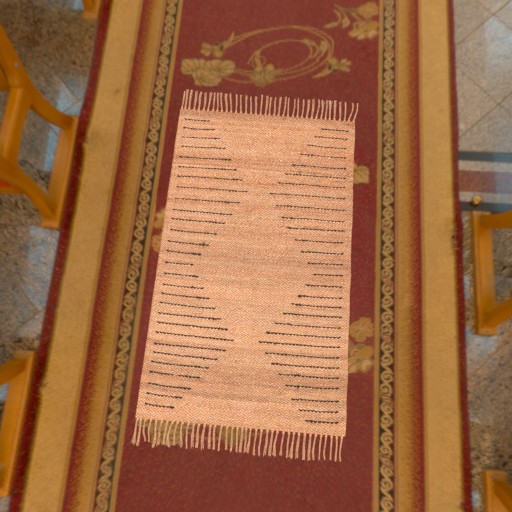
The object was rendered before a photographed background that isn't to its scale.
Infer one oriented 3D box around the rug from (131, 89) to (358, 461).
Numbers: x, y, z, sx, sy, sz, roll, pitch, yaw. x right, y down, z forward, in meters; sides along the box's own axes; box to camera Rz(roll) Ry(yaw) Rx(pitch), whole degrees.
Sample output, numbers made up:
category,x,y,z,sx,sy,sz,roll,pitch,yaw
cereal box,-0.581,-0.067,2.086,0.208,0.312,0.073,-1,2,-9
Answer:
category,x,y,z,sx,sy,sz,roll,pitch,yaw
rug,0.000,0.000,2.055,0.905,0.017,1.718,5,75,1
